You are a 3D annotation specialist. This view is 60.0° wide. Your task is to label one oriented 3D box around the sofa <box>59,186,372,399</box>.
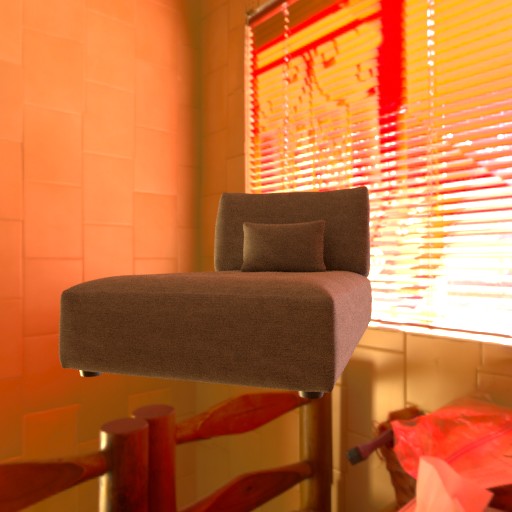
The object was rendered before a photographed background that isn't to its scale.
[{"bbox_3d":[0.000,0.000,1.991,0.930,0.820,1.450,0,-1,18],"label":"sofa"}]
